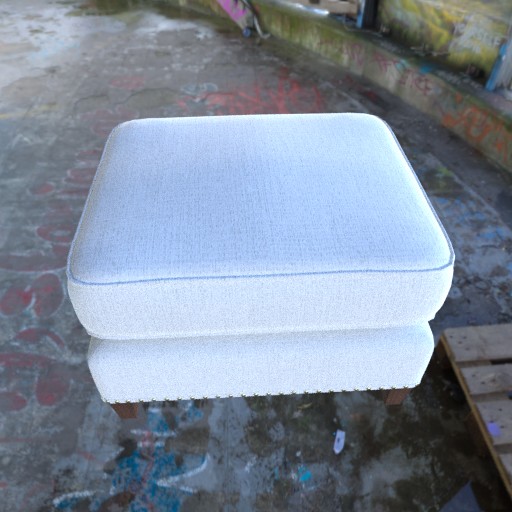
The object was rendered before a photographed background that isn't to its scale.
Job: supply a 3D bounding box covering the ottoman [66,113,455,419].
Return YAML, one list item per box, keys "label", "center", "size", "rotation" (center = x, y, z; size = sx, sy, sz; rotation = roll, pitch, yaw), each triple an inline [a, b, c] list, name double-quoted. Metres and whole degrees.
- label: "ottoman"
  center: [0.000, 0.000, 1.099]
  size: [0.738, 0.537, 0.589]
  rotation: [-2, 45, -2]
